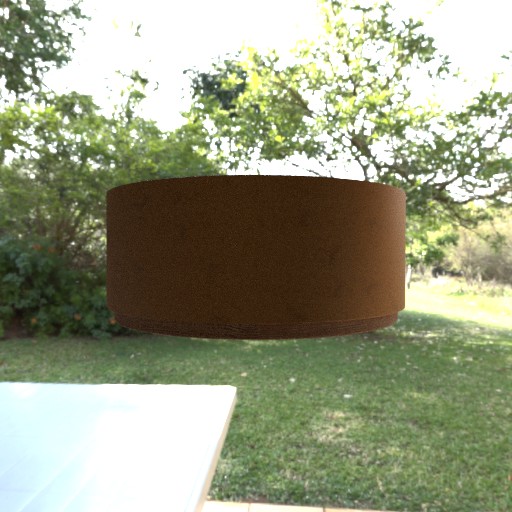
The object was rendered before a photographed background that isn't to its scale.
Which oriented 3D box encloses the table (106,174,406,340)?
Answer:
[{"bbox_3d":[0.000,0.000,1.565,1.001,0.409,1.001,0,0,0],"label":"table"}]
